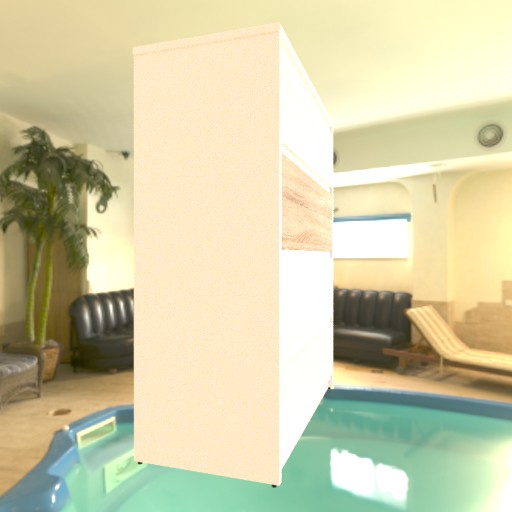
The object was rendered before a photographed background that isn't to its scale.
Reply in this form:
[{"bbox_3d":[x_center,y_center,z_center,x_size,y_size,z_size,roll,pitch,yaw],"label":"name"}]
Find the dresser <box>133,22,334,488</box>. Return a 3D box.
[{"bbox_3d":[0.000,0.000,1.424,0.380,1.040,0.800,0,0,18],"label":"dresser"}]
